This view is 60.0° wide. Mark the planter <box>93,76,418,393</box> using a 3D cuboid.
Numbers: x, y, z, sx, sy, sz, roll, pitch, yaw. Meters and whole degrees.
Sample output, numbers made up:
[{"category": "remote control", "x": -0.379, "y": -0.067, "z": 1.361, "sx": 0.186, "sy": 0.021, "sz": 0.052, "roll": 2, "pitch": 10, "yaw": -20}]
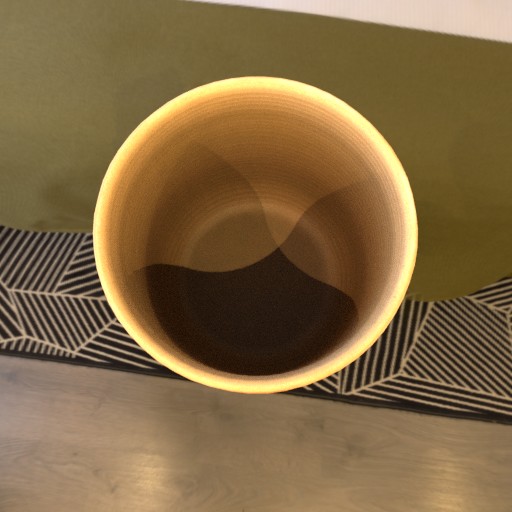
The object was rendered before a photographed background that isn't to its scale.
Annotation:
[{"category": "planter", "x": 0.000, "y": 0.000, "z": 0.290, "sx": 0.170, "sy": 0.152, "sz": 0.170, "roll": 0, "pitch": 75, "yaw": 0}]
